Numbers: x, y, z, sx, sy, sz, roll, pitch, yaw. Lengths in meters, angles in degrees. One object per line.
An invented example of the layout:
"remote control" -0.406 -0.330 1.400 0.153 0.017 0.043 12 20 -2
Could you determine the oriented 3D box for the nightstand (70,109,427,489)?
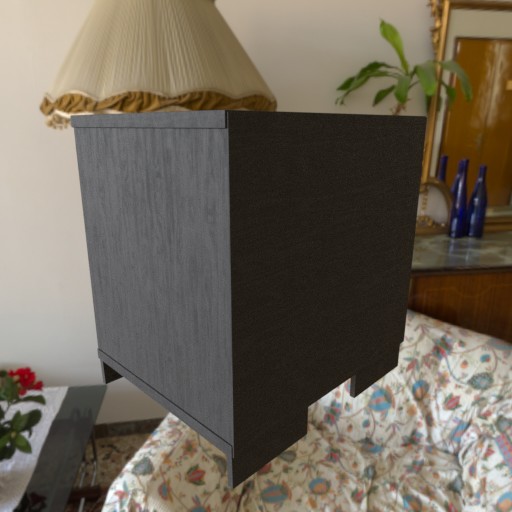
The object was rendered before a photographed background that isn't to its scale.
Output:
"nightstand" 0.000 0.000 0.742 0.347 0.448 0.427 16 23 43
